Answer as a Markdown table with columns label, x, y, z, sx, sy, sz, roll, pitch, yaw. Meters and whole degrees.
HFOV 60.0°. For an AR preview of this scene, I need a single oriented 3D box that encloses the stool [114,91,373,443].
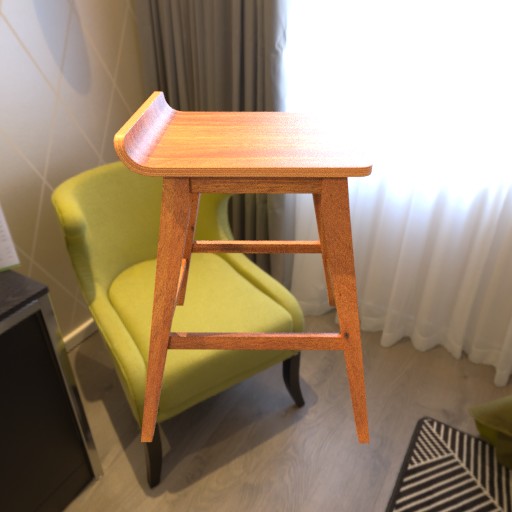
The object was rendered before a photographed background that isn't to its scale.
| label | x | y | z | sx | sy | sz | roll | pitch | yaw |
| --- | --- | --- | --- | --- | --- | --- | --- | --- | --- |
| stool | 0.000 | 0.000 | 1.008 | 0.500 | 0.650 | 0.500 | 0 | 32 | 0 |
